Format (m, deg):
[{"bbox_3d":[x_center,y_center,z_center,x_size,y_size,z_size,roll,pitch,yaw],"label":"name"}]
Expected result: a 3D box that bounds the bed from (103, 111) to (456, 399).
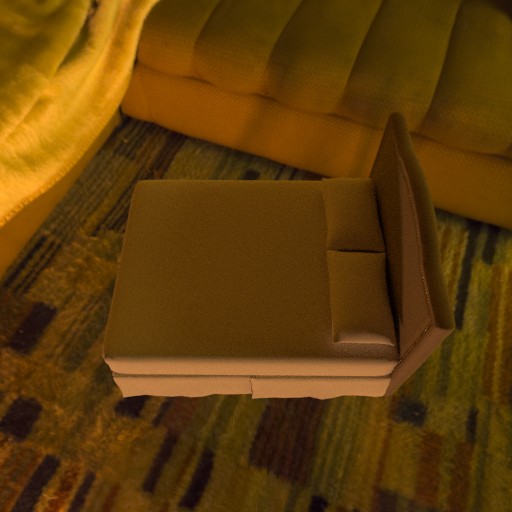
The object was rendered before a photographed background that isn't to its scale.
[{"bbox_3d":[0.000,0.000,3.292,2.128,1.441,1.744,0,58,0],"label":"bed"}]
